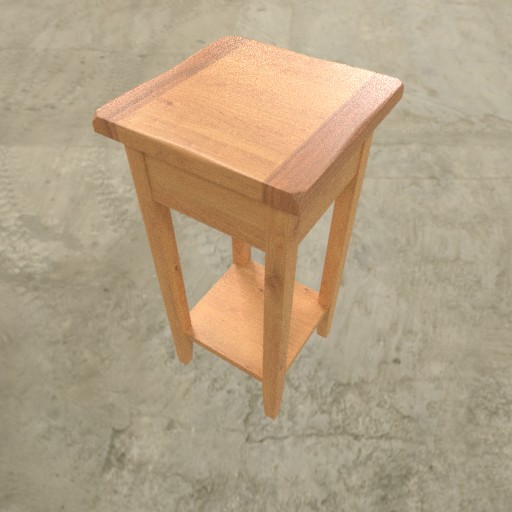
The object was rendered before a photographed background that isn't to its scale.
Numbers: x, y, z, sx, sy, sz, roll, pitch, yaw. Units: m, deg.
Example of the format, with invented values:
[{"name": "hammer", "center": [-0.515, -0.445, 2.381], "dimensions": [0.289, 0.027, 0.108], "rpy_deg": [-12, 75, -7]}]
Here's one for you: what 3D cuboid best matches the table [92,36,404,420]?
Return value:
[{"name": "table", "center": [0.000, 0.000, 0.967], "dimensions": [0.360, 0.740, 0.360], "rpy_deg": [25, 52, 22]}]
